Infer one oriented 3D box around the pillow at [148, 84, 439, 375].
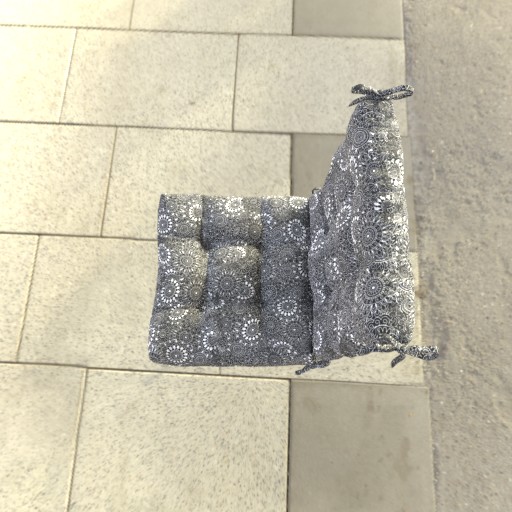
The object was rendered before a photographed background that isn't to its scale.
[{"bbox_3d":[0.000,0.000,1.008,0.571,0.605,0.519,1,75,0],"label":"pillow"}]
